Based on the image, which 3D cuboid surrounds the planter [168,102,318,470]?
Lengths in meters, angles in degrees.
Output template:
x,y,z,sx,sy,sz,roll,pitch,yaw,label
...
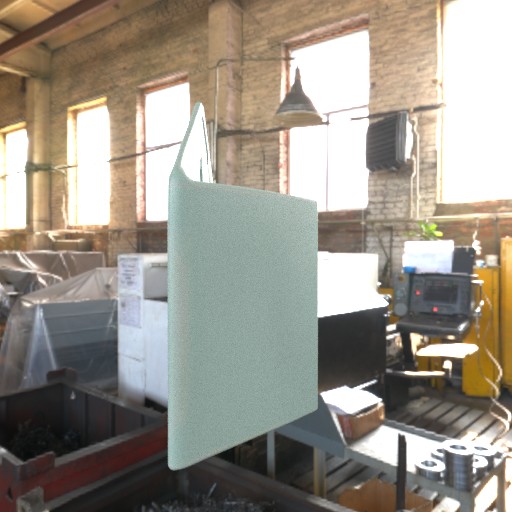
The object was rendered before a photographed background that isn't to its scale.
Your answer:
x,y,z,sx,sy,sz,roll,pitch,yaw,label
0.000,0.000,0.285,0.079,0.197,0.164,0,1,1,planter
